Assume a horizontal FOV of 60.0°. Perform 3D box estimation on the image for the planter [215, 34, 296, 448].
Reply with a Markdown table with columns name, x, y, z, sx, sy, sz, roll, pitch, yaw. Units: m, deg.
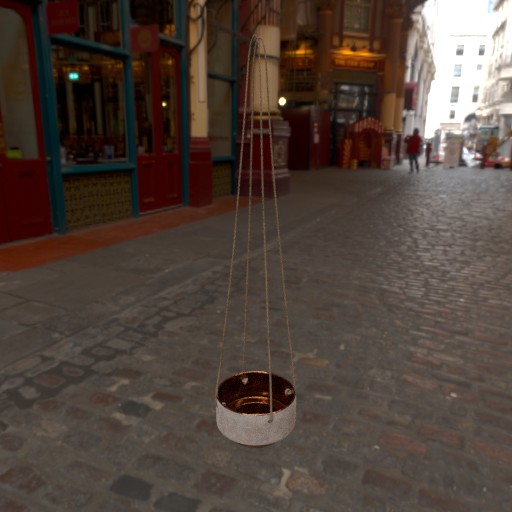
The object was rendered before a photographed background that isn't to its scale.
| name | x | y | z | sx | sy | sz | roll | pitch | yaw |
| --- | --- | --- | --- | --- | --- | --- | --- | --- | --- |
| planter | 0.000 | 0.000 | 1.131 | 0.223 | 1.030 | 0.223 | 7 | 17 | 25 |
